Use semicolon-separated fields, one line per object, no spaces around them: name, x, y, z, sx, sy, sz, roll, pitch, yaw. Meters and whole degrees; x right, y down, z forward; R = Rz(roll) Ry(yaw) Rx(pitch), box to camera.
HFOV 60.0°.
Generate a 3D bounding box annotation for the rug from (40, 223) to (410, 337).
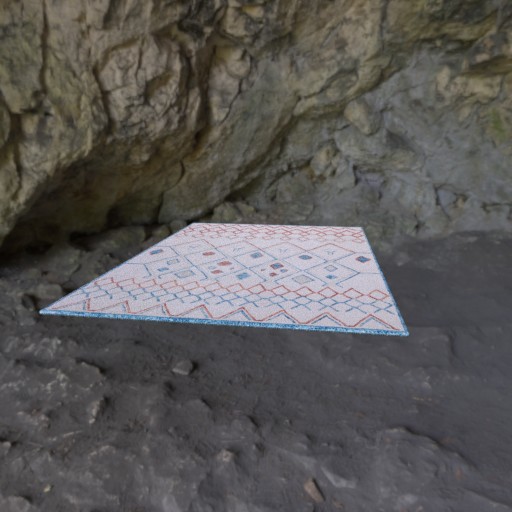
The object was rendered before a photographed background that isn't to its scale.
rug;0.000;0.000;2.300;1.219;0.016;1.829;2;14;9
